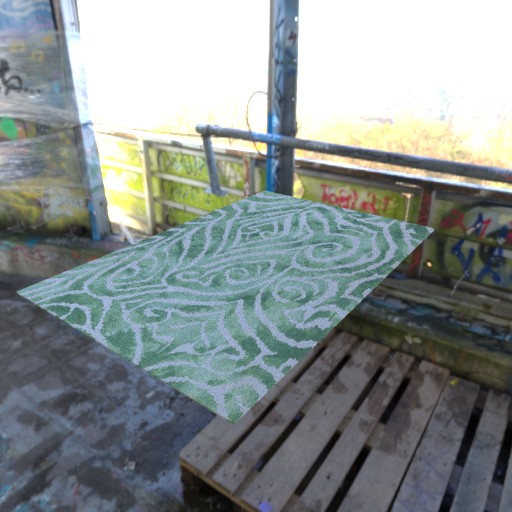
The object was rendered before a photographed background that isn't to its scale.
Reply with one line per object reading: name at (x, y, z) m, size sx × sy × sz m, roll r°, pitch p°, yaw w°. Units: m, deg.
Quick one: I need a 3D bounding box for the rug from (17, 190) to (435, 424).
rug at (0.000, 0.000, 2.241) m, size 1.220 × 0.006 × 1.826 m, roll 18°, pitch 31°, yaw 33°
